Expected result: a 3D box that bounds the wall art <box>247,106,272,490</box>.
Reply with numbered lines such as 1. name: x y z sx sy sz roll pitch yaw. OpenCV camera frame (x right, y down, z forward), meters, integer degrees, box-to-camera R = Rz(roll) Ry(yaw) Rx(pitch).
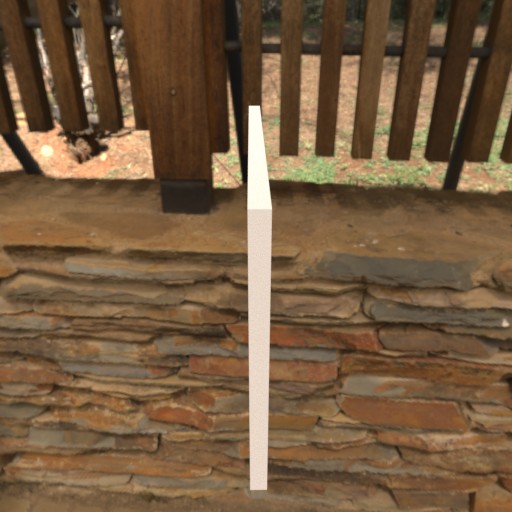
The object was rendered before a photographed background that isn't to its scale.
1. wall art: 0.000 0.000 1.702 0.051 0.902 1.308 0 28 -1
